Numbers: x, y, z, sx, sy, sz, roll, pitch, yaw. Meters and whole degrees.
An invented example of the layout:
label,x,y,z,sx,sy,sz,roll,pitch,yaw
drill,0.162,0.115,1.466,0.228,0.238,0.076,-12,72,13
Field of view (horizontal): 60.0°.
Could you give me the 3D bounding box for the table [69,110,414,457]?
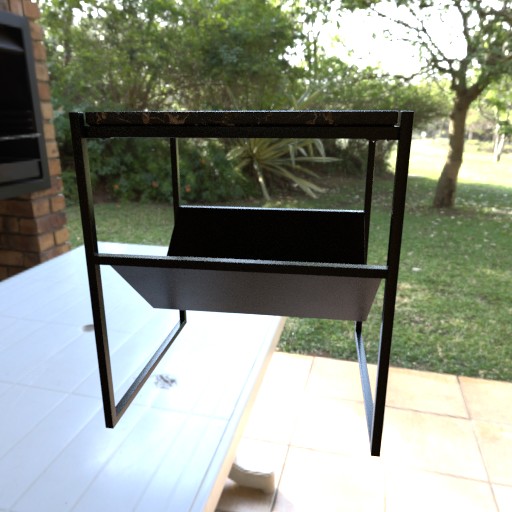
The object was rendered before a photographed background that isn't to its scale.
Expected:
label,x,y,z,sx,sy,sz,roll,pitch,yaw
table,0.000,0.000,0.872,0.469,0.534,0.432,3,17,8
